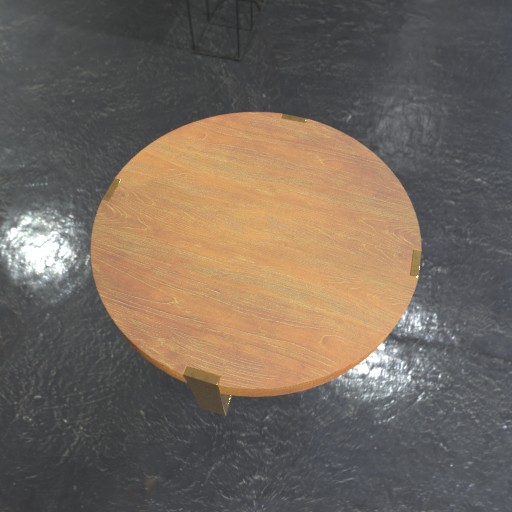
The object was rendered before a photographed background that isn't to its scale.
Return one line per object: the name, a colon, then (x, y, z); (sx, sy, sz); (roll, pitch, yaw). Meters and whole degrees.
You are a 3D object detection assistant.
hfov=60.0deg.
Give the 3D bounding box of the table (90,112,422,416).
table: (0.000, 0.000, 1.684); (1.100, 0.420, 1.100); (0, 59, 0)
